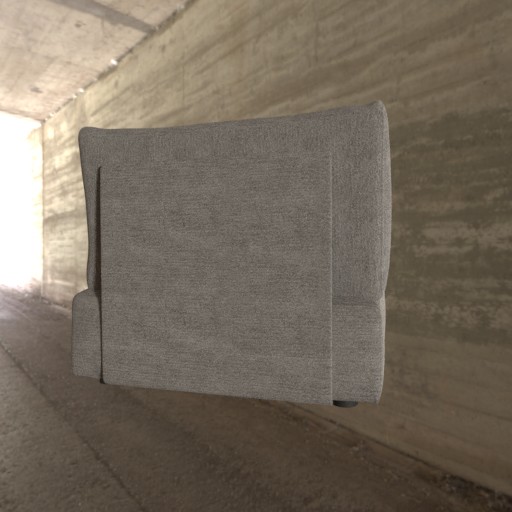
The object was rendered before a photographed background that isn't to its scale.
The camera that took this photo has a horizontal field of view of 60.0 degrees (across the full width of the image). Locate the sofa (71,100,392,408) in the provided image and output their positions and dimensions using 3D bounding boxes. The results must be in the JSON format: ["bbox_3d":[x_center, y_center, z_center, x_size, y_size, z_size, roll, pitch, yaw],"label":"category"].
[{"bbox_3d":[0.000,0.000,1.723,1.000,0.820,1.000,0,0,16],"label":"sofa"}]
